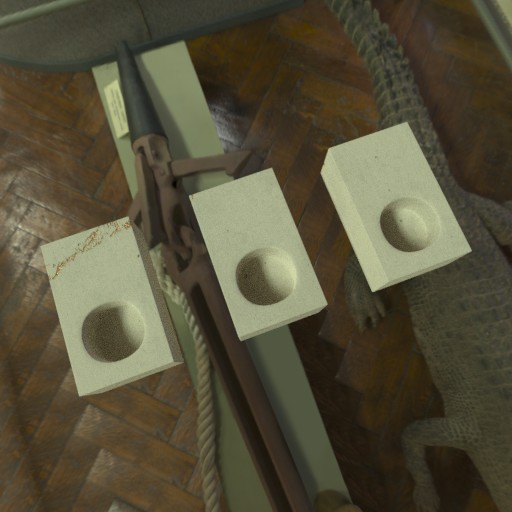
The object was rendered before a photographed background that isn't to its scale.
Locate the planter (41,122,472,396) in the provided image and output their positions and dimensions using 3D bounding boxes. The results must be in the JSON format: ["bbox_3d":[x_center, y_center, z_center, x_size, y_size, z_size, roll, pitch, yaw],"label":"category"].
[{"bbox_3d":[0.000,0.000,0.391,0.333,0.051,0.127,-20,77,-5],"label":"planter"}]
